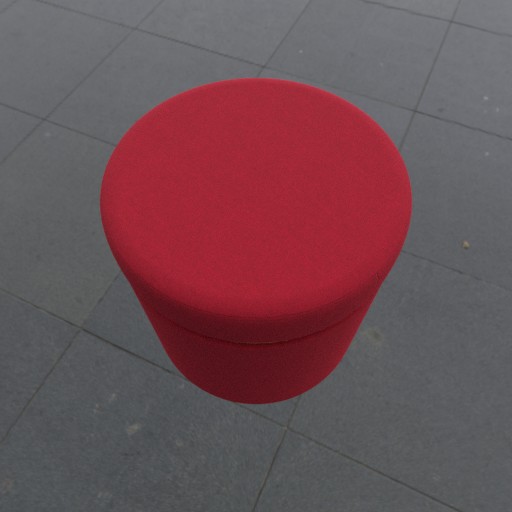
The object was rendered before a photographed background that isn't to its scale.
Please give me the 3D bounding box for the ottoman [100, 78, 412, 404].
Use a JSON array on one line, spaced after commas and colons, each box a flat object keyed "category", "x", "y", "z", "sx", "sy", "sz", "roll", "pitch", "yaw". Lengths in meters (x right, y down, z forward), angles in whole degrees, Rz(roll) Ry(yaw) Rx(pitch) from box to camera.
[{"category": "ottoman", "x": 0.000, "y": 0.000, "z": 0.733, "sx": 0.400, "sy": 0.406, "sz": 0.400, "roll": 0, "pitch": 59, "yaw": 0}]
